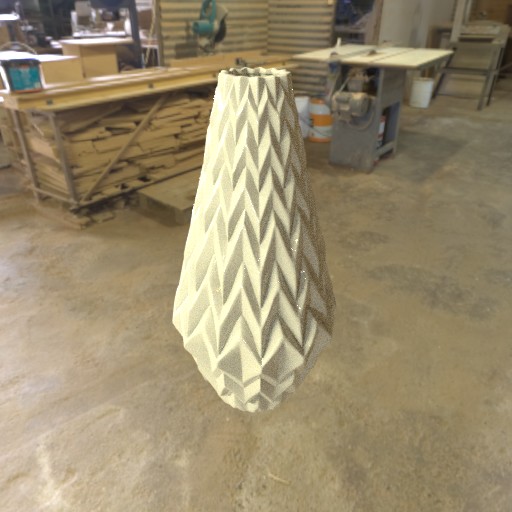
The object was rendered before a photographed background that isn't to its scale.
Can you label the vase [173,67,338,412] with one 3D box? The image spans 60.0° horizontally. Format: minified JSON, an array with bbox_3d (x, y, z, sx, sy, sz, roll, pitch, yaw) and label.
[{"bbox_3d":[0.000,0.000,0.423,0.167,0.328,0.167,0,30,0],"label":"vase"}]
